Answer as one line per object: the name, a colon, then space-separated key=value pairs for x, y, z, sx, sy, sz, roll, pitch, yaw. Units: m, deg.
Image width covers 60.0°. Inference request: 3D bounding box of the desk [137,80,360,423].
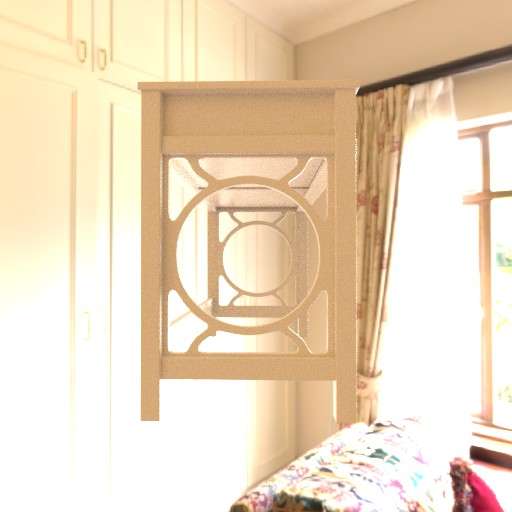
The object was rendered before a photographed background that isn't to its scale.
desk: x=0.000 y=0.000 z=1.573 sx=0.504 sy=0.762 sz=1.191 roll=0 pitch=-1 yaw=1
